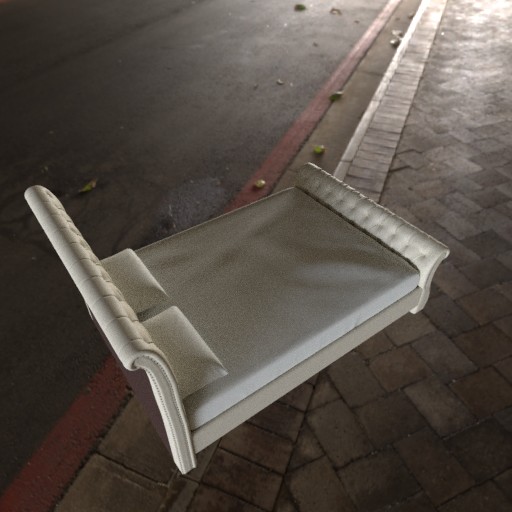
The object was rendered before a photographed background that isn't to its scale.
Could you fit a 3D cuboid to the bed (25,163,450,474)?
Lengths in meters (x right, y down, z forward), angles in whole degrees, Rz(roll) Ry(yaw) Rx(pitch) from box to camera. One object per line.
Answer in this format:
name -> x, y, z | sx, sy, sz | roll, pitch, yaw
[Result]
bed -> 0.000, 0.000, 3.269 | 2.493, 1.268, 1.606 | -25, 47, -26
